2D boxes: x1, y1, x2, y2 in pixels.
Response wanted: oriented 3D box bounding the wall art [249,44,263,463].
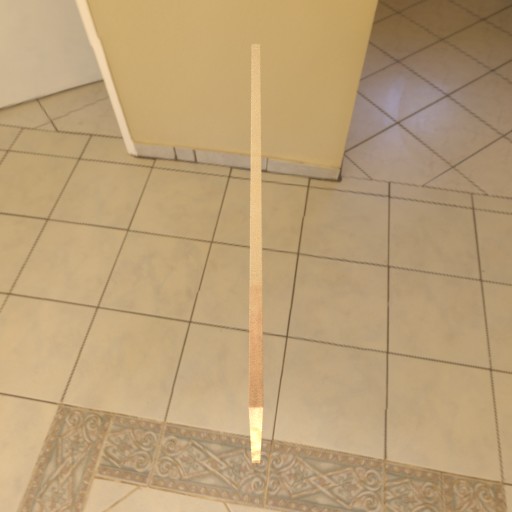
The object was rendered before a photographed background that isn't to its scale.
[{"bbox_3d":[0.000,0.000,1.935,0.038,1.012,1.525,0,58,0],"label":"wall art"}]
